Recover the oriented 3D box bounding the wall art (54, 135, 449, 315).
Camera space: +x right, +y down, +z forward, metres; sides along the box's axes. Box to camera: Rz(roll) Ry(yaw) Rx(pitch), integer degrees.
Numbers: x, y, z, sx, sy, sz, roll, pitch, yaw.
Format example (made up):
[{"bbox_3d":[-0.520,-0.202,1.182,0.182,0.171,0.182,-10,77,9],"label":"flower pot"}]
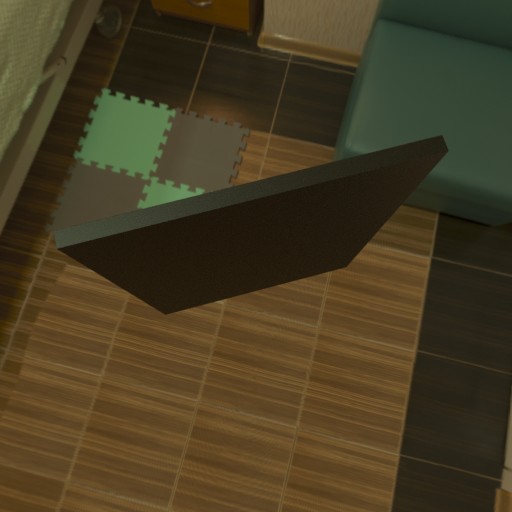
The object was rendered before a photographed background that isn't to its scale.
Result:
[{"bbox_3d":[0.000,0.000,1.399,0.806,1.062,0.038,-14,76,-4],"label":"wall art"}]
